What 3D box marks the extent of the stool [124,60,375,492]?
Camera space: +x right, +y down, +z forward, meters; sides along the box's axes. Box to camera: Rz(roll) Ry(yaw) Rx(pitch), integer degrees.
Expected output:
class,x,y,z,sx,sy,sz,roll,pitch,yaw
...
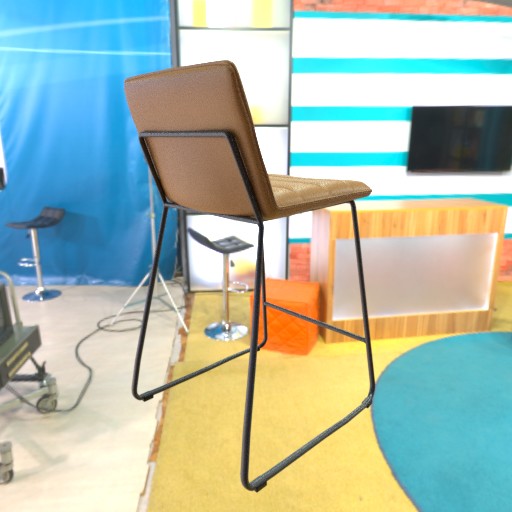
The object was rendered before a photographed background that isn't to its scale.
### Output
class,x,y,z,sx,sy,sz,roll,pitch,yaw
stool,0.000,0.000,1.157,0.524,0.866,0.489,-14,21,-42
